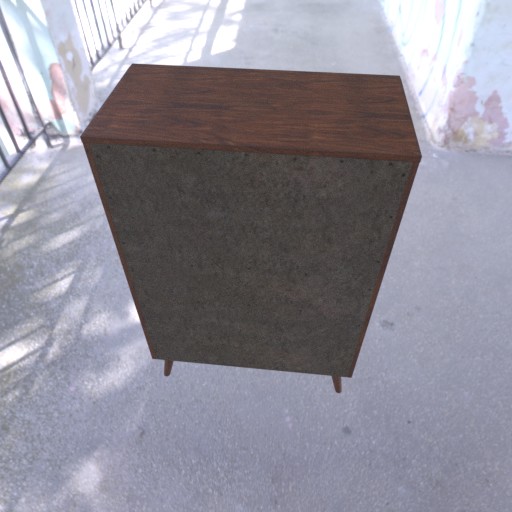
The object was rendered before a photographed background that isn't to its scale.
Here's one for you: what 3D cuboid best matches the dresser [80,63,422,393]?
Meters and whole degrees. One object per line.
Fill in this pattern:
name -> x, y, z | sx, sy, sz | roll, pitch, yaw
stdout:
dresser -> 0.000, 0.000, 1.847 | 0.919, 1.365, 0.498 | 4, 46, 4
